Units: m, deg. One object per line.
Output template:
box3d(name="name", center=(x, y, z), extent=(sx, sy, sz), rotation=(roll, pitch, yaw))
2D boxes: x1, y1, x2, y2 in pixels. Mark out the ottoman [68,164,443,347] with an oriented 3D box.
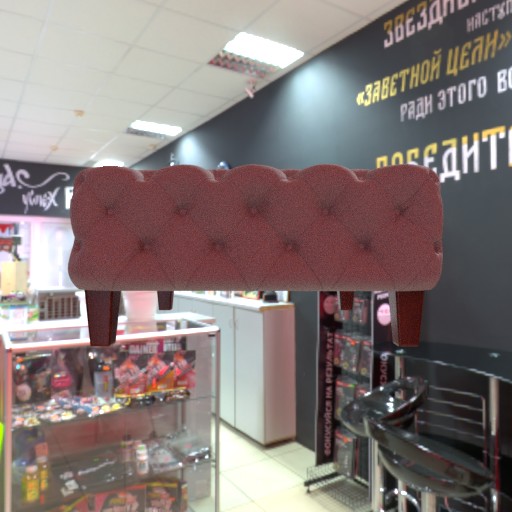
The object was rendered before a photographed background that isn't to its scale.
box3d(name="ottoman", center=(0.000, 0.000, 1.454), extent=(0.917, 0.439, 0.911), rotation=(0, 0, 0))
